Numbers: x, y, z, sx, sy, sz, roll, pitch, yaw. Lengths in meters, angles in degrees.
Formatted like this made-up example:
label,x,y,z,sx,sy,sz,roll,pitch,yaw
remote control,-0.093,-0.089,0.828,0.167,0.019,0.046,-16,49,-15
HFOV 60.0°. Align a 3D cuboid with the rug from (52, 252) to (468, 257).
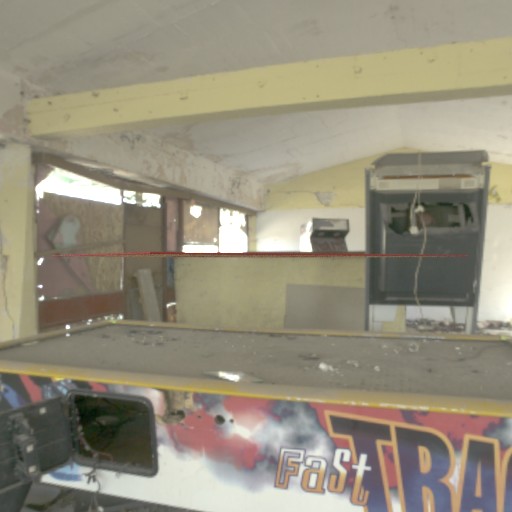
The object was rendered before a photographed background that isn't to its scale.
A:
label,x,y,z,sx,sy,sz,roll,pitch,yaw
rug,0.000,0.000,4.122,3.053,0.013,2.387,0,-1,-36
